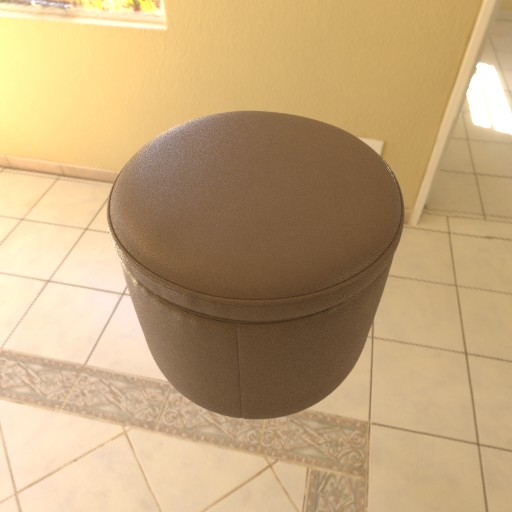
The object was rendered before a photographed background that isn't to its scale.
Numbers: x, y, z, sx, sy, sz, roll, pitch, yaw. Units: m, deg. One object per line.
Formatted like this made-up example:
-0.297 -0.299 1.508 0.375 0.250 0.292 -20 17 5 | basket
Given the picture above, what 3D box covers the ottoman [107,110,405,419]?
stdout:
0.000 0.000 0.875 0.500 0.409 0.500 0 47 0 | ottoman
